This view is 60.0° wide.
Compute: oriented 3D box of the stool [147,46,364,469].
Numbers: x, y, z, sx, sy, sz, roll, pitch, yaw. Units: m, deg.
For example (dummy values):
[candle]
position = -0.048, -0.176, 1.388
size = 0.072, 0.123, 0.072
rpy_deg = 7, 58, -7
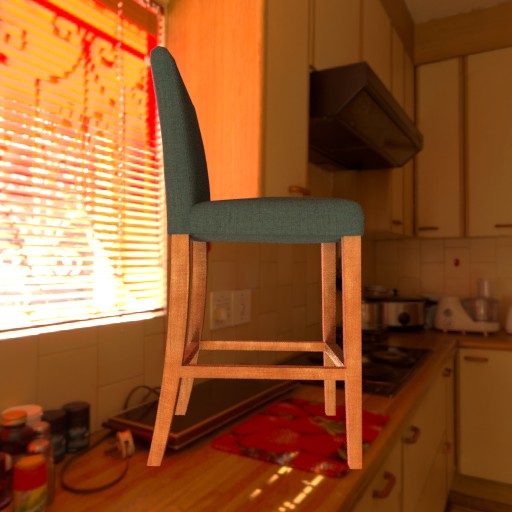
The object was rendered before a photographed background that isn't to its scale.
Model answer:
[stool]
position = 0.000, 0.000, 1.348
size = 0.574, 1.088, 0.454
rpy_deg = 0, -1, 0
